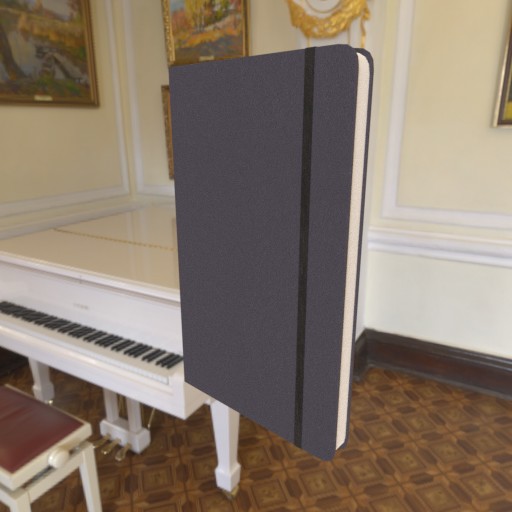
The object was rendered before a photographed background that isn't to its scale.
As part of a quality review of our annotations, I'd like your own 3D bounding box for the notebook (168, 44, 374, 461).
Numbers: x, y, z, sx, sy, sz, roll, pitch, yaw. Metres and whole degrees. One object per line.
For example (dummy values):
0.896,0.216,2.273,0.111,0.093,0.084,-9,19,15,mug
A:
0.000,0.000,0.258,0.127,0.213,0.016,14,21,40,notebook
